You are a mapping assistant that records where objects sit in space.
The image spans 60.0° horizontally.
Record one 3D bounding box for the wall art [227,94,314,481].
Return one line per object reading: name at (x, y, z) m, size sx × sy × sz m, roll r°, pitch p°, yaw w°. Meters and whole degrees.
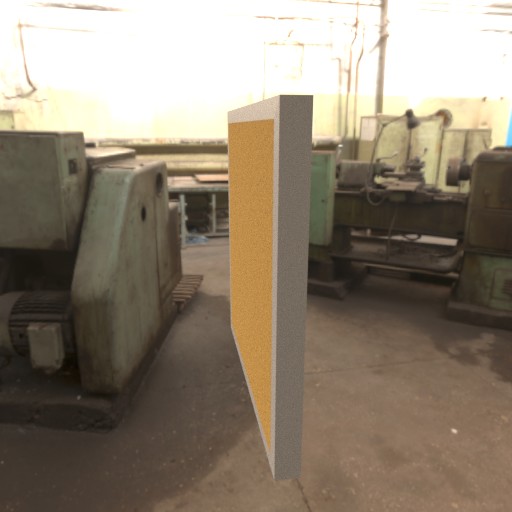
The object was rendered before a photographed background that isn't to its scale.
wall art at (0.000, 0.000, 2.011) m, size 0.098 × 1.291 × 1.289 m, roll -3°, pitch 16°, yaw -10°
